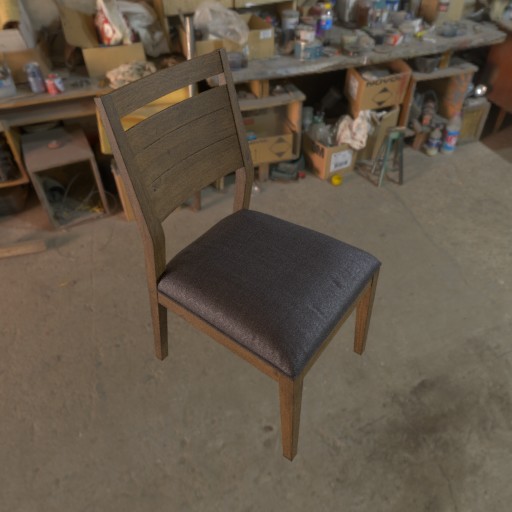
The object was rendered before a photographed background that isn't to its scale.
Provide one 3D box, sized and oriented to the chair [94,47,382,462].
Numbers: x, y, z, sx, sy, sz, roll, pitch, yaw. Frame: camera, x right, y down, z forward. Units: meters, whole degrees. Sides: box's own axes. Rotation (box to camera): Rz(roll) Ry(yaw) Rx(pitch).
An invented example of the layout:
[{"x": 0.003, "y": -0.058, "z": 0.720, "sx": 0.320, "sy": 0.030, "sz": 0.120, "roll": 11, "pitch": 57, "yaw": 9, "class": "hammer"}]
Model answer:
[{"x": 0.000, "y": 0.000, "z": 1.268, "sx": 0.610, "sy": 0.939, "sz": 0.501, "roll": 25, "pitch": 47, "yaw": 26, "class": "chair"}]
